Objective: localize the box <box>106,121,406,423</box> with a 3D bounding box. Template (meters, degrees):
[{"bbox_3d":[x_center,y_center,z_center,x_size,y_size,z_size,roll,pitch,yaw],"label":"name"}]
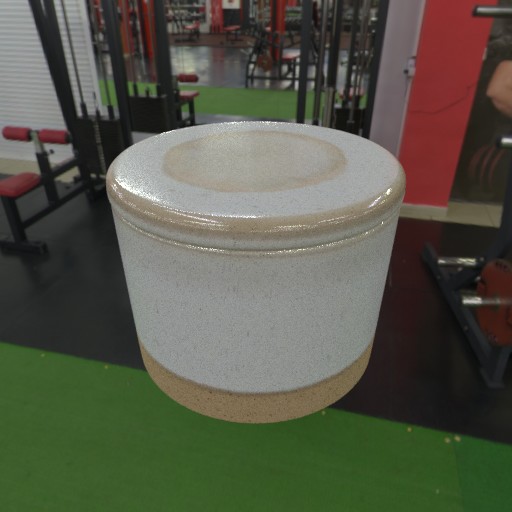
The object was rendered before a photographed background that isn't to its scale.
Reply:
[{"bbox_3d":[0.000,0.000,0.265,0.154,0.123,0.154,0,31,0],"label":"box"}]
